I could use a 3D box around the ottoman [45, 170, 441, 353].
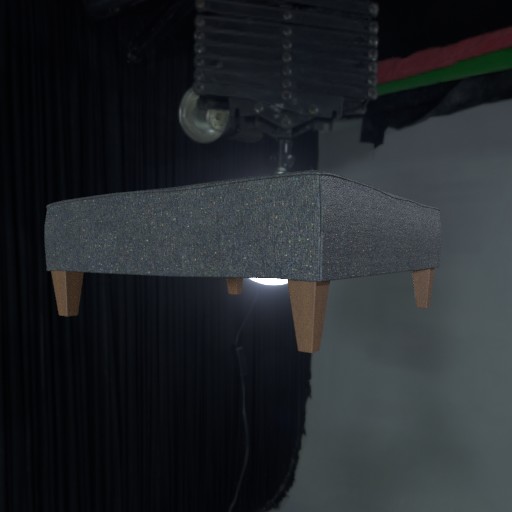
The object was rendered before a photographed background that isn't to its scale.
[{"bbox_3d":[0.000,0.000,1.535,1.004,0.382,0.968,0,1,35],"label":"ottoman"}]
